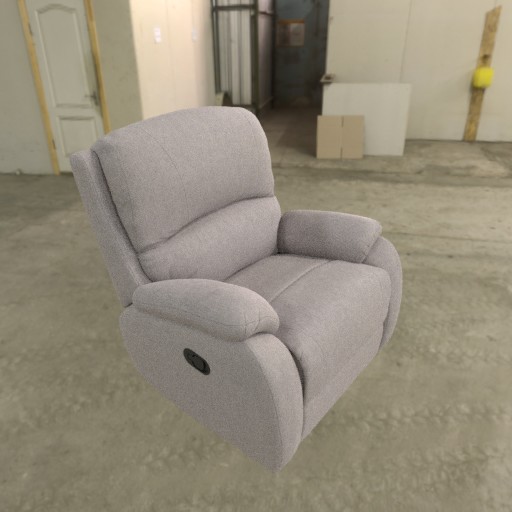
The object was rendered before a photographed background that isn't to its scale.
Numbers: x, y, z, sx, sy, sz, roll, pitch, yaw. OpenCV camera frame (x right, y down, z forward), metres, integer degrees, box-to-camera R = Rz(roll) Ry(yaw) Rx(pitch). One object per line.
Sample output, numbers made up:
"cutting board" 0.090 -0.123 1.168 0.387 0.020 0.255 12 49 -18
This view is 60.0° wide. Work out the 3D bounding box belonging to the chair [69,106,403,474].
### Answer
"chair" 0.000 0.000 1.681 0.899 1.011 0.930 20 33 33
